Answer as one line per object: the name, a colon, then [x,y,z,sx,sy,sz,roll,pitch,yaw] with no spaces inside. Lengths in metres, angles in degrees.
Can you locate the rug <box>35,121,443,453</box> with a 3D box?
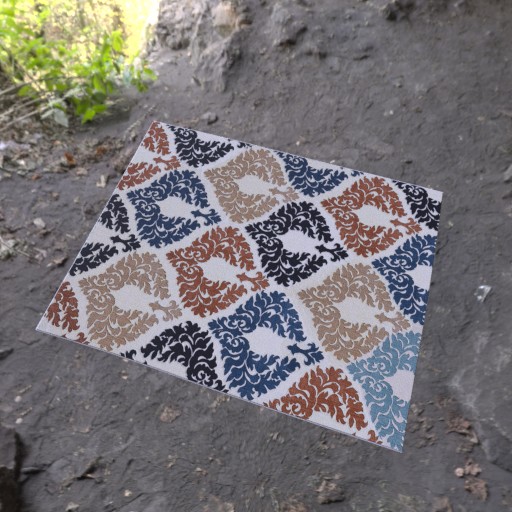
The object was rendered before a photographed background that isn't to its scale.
rug: [0.000,0.000,3.953,3.040,0.014,2.423,16,64,8]
